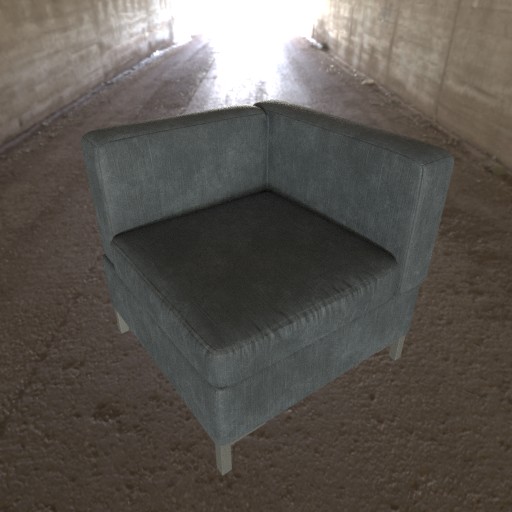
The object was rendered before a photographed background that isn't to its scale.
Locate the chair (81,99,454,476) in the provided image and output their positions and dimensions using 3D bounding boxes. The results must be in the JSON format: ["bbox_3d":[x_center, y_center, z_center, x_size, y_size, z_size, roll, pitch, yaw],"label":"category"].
[{"bbox_3d":[0.000,0.000,1.217,0.680,0.660,0.680,-21,38,-30],"label":"chair"}]
